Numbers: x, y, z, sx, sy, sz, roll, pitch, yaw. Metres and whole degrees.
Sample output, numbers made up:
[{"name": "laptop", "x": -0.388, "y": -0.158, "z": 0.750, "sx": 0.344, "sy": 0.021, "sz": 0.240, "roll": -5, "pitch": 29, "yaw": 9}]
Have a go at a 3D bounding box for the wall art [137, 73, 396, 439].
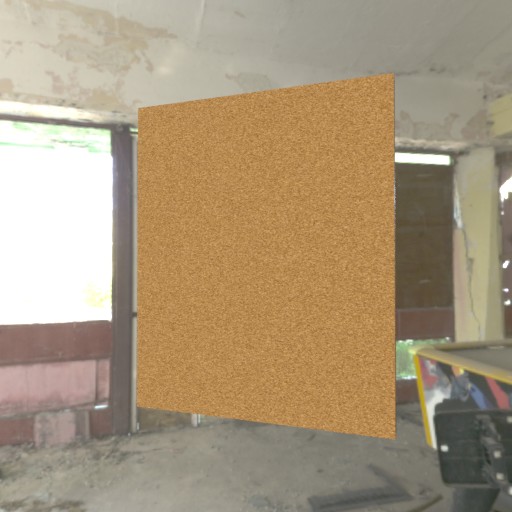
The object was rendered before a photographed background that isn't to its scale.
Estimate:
[{"name": "wall art", "x": 0.000, "y": 0.000, "z": 0.779, "sx": 0.467, "sy": 0.567, "sz": 0.033, "roll": 0, "pitch": -1, "yaw": 20}]
